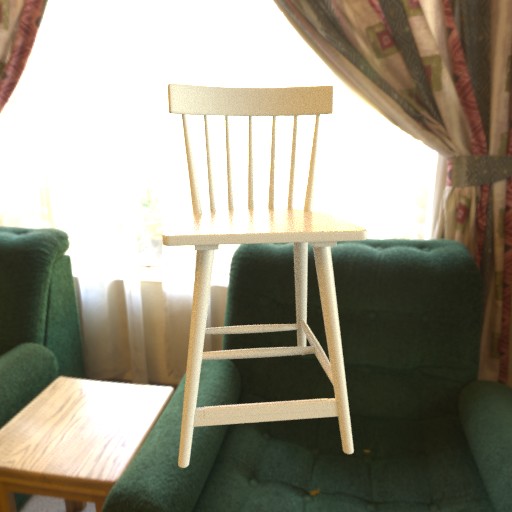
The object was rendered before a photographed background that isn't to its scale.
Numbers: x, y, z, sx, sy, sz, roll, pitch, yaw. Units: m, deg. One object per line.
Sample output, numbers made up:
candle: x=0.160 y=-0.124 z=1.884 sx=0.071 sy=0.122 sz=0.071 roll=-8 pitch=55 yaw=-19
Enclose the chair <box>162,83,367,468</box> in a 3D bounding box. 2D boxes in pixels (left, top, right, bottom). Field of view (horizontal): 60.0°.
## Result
chair: x=0.000 y=0.000 z=1.292 sx=0.483 sy=0.952 sz=0.572 roll=-2 pitch=16 yaw=-6
